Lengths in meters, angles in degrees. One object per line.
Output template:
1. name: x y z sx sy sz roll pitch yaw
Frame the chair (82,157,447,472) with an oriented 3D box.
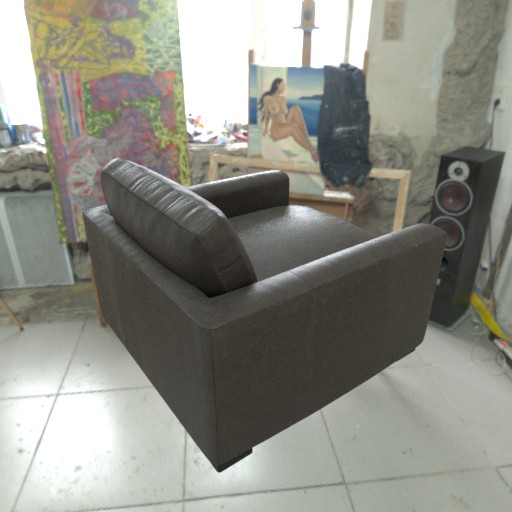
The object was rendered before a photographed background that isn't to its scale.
1. chair: 0.000 0.000 1.850 1.080 0.807 1.106 -18 32 -32
